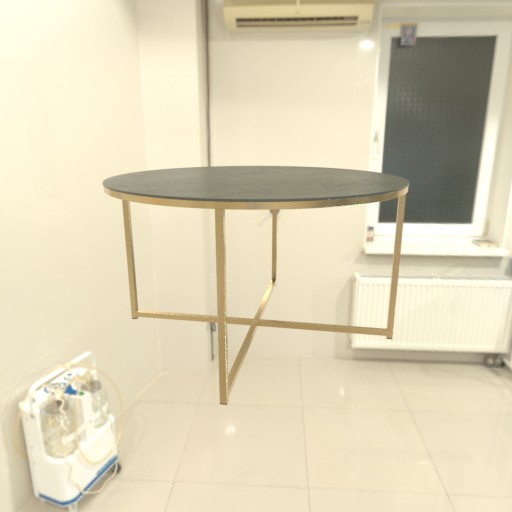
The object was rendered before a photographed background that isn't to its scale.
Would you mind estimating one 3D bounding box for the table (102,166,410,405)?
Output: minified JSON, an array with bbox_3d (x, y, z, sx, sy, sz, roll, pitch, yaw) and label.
[{"bbox_3d":[0.000,0.000,1.279,0.800,0.450,0.800,0,16,0],"label":"table"}]
